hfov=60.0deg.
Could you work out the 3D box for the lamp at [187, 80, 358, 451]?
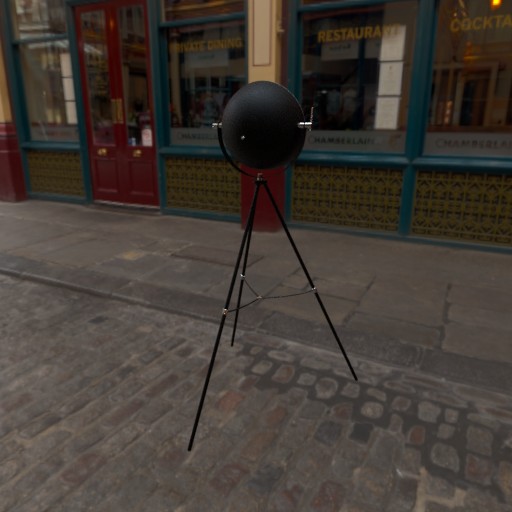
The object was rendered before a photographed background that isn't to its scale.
[{"bbox_3d":[0.000,0.000,2.023,0.817,1.512,0.920,8,18,26],"label":"lamp"}]
